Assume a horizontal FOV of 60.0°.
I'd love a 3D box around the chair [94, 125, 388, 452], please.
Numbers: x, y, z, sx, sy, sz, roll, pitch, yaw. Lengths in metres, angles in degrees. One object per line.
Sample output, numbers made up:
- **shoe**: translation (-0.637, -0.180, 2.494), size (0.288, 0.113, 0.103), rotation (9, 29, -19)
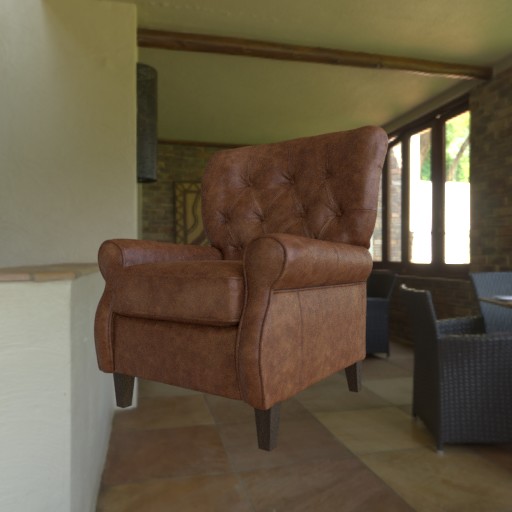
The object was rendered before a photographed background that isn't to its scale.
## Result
- **chair**: translation (0.000, 0.000, 1.871), size (0.951, 1.164, 1.059), rotation (0, 0, 35)
